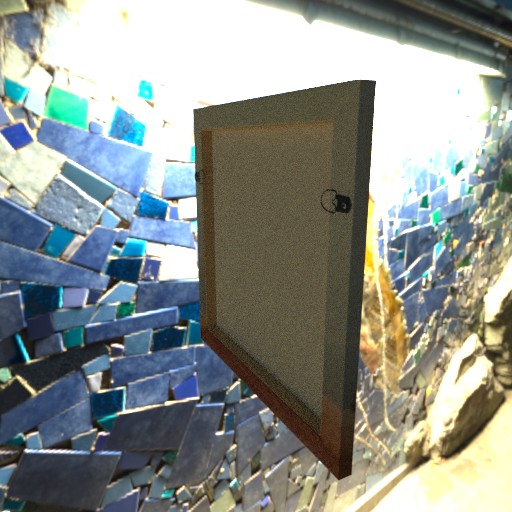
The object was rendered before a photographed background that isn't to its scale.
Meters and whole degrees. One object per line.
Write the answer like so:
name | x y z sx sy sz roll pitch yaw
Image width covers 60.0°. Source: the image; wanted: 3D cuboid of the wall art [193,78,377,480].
wall art | 0.000 0.000 0.900 0.034 0.605 0.605 -8 16 -27
